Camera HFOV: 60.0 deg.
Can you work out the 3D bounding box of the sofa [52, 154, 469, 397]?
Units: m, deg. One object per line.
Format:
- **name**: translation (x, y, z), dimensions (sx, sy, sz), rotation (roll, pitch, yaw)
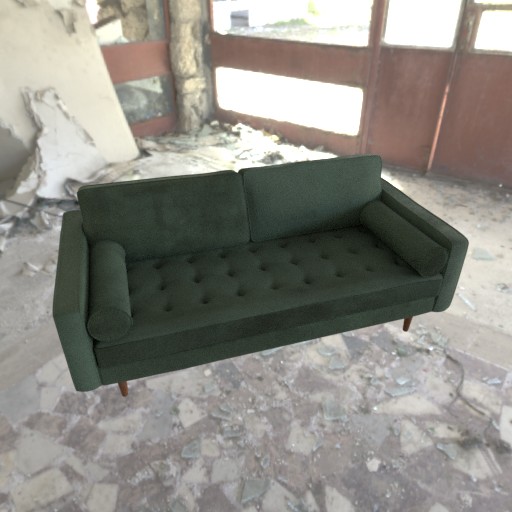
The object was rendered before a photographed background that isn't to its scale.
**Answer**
- **sofa**: translation (0.000, 0.000, 2.310), dimensions (1.880, 0.772, 0.916), rotation (-10, 33, -15)
